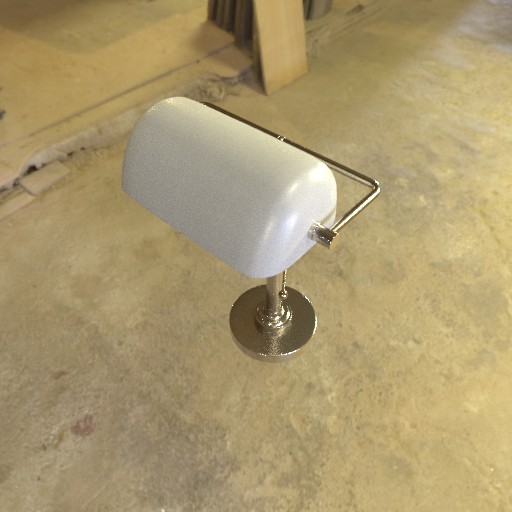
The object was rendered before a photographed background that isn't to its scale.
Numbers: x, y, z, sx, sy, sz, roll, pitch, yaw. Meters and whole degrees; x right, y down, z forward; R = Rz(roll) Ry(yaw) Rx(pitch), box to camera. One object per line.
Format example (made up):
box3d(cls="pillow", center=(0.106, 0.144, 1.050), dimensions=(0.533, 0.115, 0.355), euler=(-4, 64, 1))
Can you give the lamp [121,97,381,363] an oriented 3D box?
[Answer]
box3d(cls="lamp", center=(0.000, 0.000, 0.575), dimensions=(0.269, 0.404, 0.227), euler=(33, 55, 27))
